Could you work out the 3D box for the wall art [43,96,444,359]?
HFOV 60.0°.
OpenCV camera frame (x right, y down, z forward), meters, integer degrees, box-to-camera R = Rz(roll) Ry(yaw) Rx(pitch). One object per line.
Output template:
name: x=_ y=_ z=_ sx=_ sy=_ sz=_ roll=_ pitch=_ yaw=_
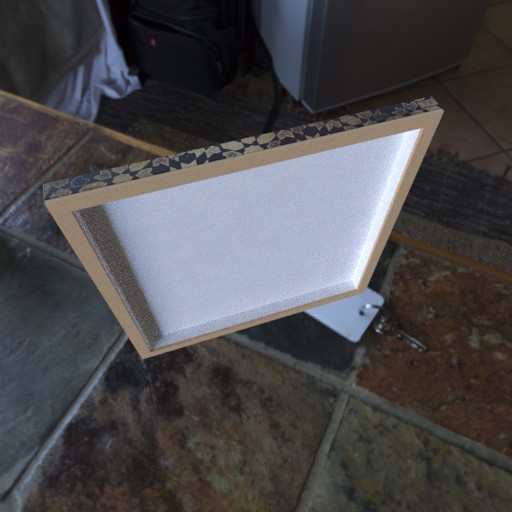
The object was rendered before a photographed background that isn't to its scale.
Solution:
wall art: x=0.000 y=0.000 z=0.914 sx=0.612 sy=0.612 sz=0.038 roll=-15 pitch=59 yaw=-10
